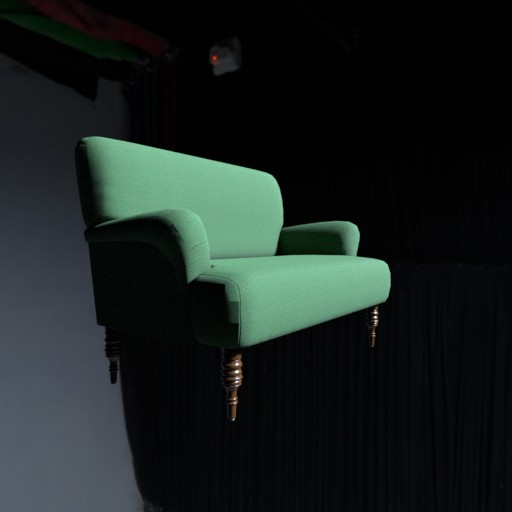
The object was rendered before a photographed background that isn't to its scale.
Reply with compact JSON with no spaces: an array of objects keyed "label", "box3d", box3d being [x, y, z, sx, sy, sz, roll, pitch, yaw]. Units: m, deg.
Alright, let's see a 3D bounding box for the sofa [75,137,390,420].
[{"label":"sofa","box3d":[0.000,0.000,1.864,0.779,0.889,1.297,2,3,36]}]
